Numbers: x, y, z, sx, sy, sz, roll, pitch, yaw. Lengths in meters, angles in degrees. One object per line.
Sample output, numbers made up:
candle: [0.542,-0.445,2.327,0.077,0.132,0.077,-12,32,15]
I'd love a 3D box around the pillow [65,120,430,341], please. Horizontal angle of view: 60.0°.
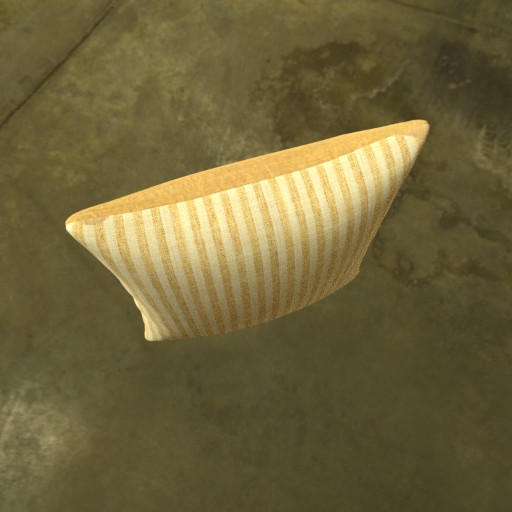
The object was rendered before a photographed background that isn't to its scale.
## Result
pillow: [0.000,0.000,0.652,0.419,0.407,0.173,-17,65,-8]
